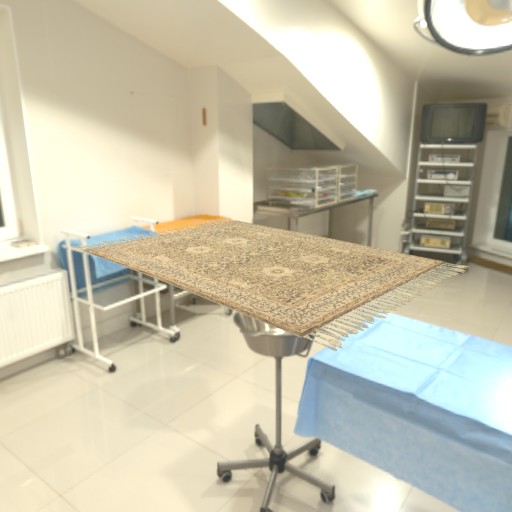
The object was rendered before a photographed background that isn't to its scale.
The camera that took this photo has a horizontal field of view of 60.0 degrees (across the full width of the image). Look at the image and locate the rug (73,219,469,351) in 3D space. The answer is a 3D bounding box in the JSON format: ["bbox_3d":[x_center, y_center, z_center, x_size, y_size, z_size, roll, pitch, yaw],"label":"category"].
[{"bbox_3d":[0.000,0.000,3.206,2.465,0.023,1.619,15,22,42],"label":"rug"}]
